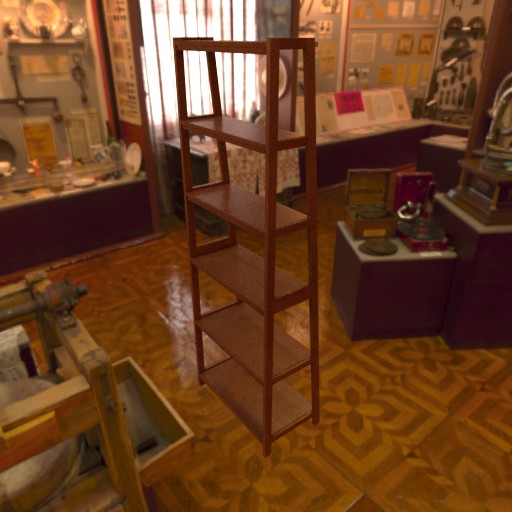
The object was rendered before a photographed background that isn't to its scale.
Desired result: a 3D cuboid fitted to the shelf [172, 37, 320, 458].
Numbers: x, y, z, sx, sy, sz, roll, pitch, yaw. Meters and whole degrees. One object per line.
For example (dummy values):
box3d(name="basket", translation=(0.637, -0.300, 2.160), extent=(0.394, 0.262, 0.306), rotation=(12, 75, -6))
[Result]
box3d(name="shelf", translation=(0.000, 0.000, 2.137), extent=(0.382, 1.892, 0.660), rotation=(-19, 32, -33))
